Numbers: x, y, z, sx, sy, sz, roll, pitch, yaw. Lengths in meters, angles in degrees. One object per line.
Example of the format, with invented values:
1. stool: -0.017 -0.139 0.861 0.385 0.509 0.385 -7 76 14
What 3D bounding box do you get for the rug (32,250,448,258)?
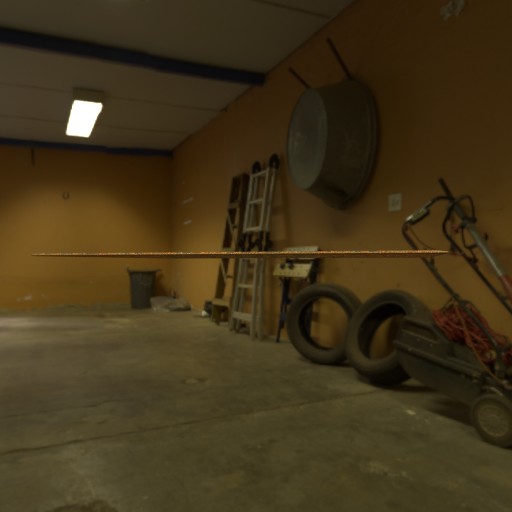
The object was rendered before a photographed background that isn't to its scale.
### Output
1. rug: 0.000 0.000 3.858 2.916 0.019 2.043 0 -1 19
